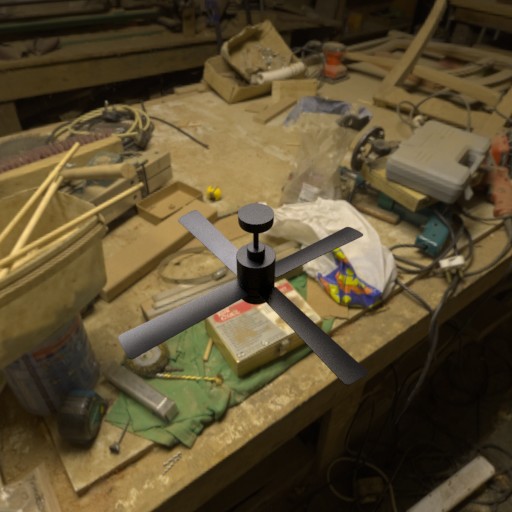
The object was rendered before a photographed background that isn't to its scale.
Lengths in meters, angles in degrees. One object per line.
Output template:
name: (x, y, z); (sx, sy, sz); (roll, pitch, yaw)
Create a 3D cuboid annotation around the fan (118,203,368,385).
fan: (0.000, 0.000, 2.277); (1.525, 0.534, 1.525); (-25, 47, -26)
